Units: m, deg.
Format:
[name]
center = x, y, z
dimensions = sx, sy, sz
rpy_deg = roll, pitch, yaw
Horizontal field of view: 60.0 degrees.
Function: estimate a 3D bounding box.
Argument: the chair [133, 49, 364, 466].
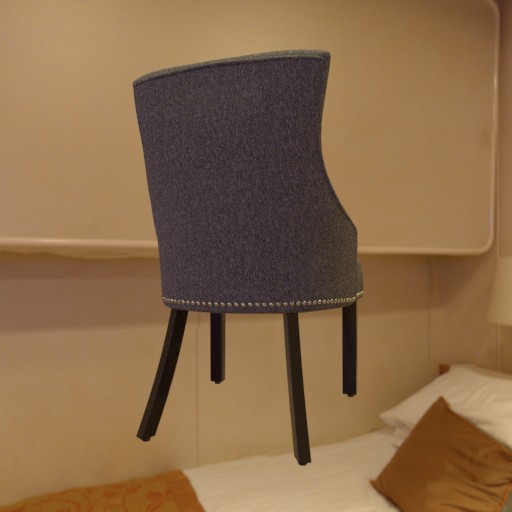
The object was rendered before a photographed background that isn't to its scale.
[chair]
center = 0.000, 0.000, 1.279
dimensions = 0.566, 0.909, 0.629
rpy_deg = 0, -1, 19
